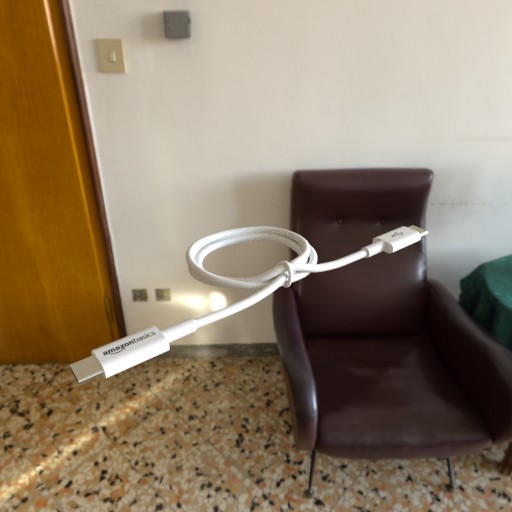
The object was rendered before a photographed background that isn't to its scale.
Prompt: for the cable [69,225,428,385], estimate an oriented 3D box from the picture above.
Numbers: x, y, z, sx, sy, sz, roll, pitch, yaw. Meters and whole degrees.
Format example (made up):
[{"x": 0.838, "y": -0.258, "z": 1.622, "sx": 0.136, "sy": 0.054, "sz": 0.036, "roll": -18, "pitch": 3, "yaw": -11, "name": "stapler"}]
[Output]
[{"x": 0.000, "y": 0.000, "z": 0.229, "sx": 0.203, "sy": 0.014, "sz": 0.070, "roll": -20, "pitch": 34, "yaw": -32, "name": "cable"}]
